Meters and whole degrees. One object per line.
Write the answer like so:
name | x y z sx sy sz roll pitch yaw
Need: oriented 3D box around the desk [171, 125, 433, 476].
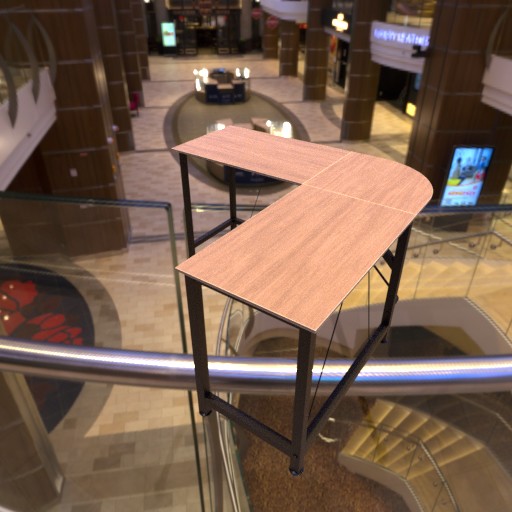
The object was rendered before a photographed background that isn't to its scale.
desk | 0.000 0.000 2.268 1.400 0.762 1.400 21 38 29
